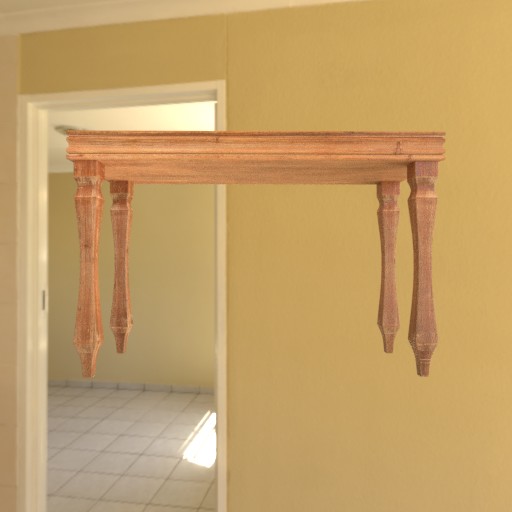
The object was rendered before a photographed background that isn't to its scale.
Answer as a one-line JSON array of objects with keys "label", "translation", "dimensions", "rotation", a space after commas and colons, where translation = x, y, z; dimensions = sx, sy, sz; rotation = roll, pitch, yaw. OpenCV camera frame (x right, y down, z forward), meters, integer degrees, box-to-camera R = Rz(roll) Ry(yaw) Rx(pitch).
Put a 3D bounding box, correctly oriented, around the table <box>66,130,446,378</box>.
[{"label": "table", "translation": [0.000, 0.000, 1.808], "dimensions": [1.330, 0.873, 0.522], "rotation": [0, -1, -1]}]
